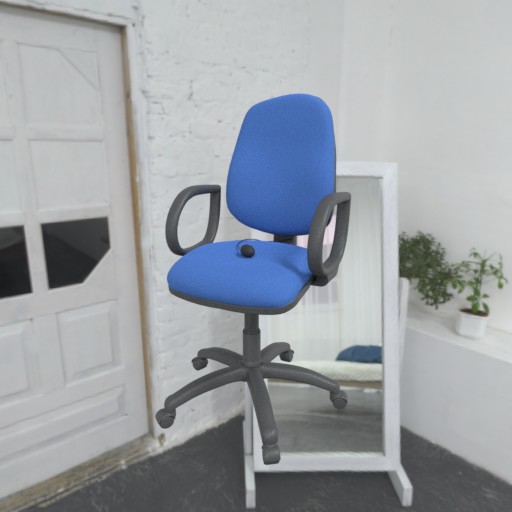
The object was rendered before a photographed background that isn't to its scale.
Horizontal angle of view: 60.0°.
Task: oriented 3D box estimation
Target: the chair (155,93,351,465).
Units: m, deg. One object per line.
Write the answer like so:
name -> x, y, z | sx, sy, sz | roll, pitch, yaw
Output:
chair -> 0.000, 0.000, 1.264 | 0.552, 0.905, 0.549 | 8, 17, 25
